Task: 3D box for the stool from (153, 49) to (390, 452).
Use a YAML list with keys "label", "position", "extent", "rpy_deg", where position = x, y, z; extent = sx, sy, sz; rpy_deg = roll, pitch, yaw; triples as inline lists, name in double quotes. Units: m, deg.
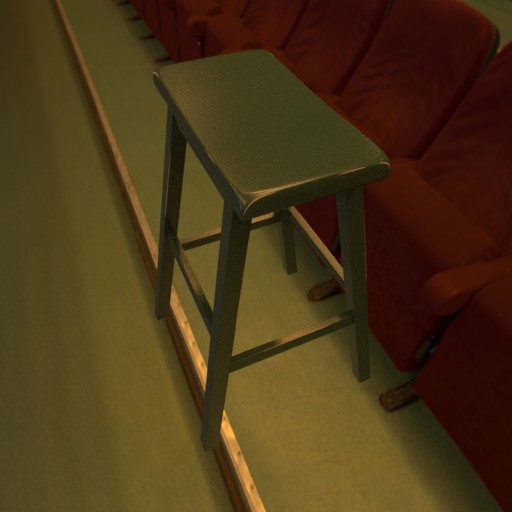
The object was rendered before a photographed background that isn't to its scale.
- label: "stool"
  position: [0.000, 0.000, 1.016]
  extent: [0.476, 0.737, 0.457]
  rpy_deg: [-18, 49, -16]
